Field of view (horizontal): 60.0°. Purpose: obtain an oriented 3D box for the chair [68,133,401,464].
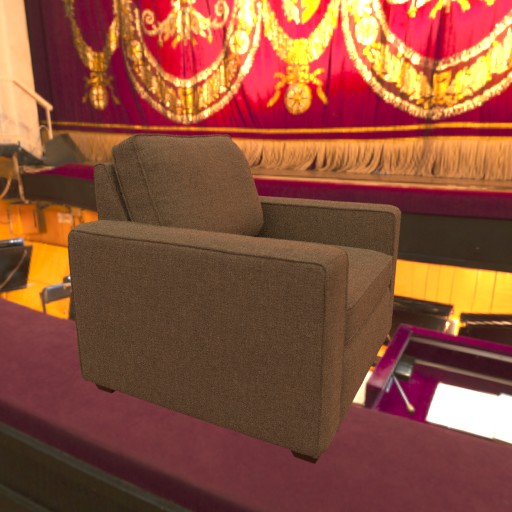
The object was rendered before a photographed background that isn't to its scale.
[{"bbox_3d":[0.000,0.000,1.717,0.940,0.914,1.016,8,17,26],"label":"chair"}]
